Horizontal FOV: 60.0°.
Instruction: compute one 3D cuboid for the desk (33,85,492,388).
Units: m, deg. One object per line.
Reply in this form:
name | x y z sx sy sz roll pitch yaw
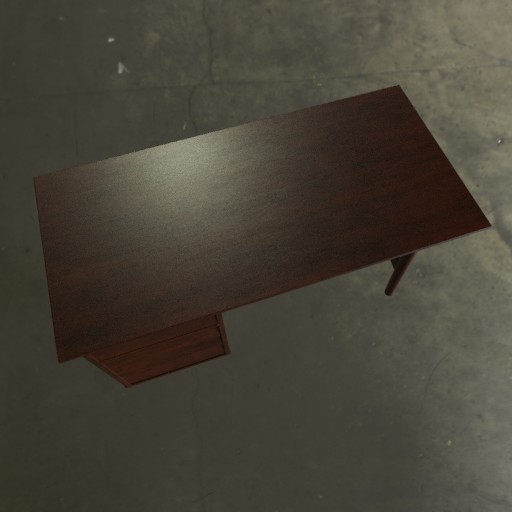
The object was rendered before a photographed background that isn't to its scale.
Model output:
desk | 0.000 0.000 1.695 1.277 0.758 0.612 -17 65 -8
